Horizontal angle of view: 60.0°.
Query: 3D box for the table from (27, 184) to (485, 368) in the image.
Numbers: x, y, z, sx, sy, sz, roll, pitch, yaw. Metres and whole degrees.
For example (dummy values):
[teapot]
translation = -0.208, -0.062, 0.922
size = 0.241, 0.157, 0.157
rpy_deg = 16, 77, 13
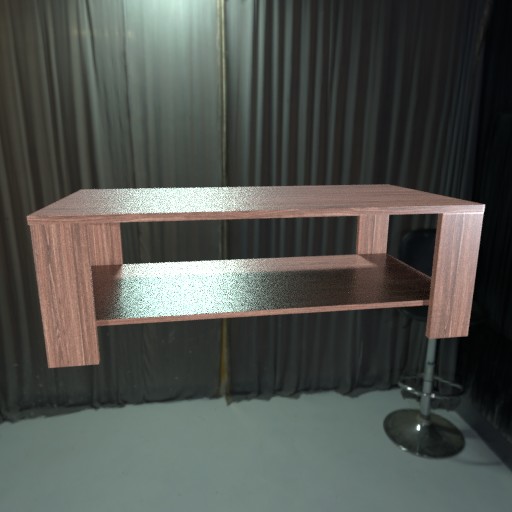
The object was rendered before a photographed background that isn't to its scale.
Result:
[table]
translation = 0.000, 0.000, 1.481
size = 1.200, 0.400, 0.600
rpy_deg = -2, 15, -9
